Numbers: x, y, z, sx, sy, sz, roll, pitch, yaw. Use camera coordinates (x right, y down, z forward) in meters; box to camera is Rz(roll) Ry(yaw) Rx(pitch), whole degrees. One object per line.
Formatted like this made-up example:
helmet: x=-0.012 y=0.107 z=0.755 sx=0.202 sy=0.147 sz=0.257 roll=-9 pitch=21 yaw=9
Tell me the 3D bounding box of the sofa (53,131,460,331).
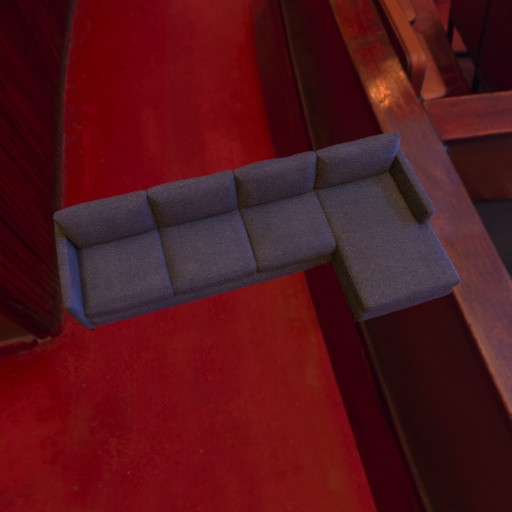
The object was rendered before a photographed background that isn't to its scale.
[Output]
sofa: x=0.000 y=0.000 z=3.499 sx=2.932 sy=0.810 sz=1.350 roll=-15 pitch=64 yaw=-7
